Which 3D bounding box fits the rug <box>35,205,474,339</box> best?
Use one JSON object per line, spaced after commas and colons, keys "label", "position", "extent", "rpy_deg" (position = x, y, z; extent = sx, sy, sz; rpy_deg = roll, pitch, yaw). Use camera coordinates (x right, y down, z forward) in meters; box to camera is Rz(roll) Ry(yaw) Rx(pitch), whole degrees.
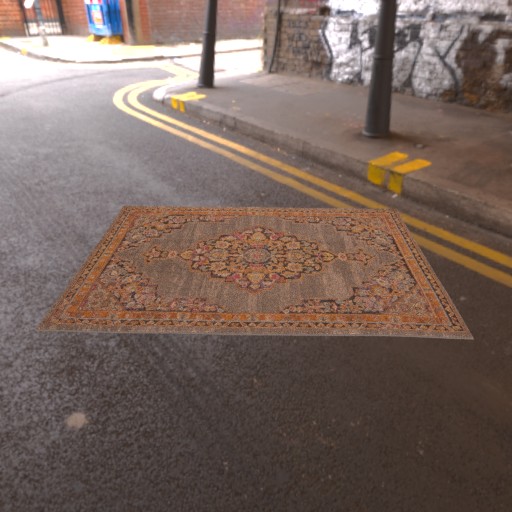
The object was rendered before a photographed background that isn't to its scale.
{"label": "rug", "position": [0.000, 0.000, 3.798], "extent": [2.901, 0.026, 2.043], "rpy_deg": [1, 30, 1]}
